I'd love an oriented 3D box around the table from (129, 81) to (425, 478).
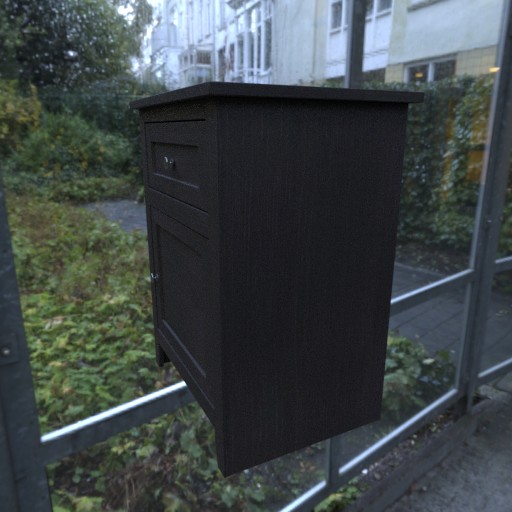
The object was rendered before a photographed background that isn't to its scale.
[{"bbox_3d":[0.000,0.000,0.940,0.381,0.635,0.480,-8,18,-26],"label":"table"}]
